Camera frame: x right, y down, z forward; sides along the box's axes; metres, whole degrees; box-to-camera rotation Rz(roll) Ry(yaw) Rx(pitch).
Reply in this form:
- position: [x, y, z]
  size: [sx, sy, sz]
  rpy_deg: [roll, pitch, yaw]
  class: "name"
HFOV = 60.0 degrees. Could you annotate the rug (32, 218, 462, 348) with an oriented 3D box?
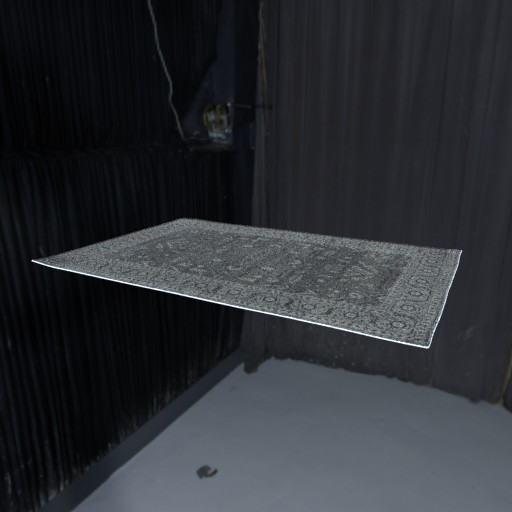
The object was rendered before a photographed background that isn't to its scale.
- position: [0.000, 0.000, 2.244]
  size: [1.828, 0.019, 1.209]
  rpy_deg: [9, 19, 27]
  class: "rug"
